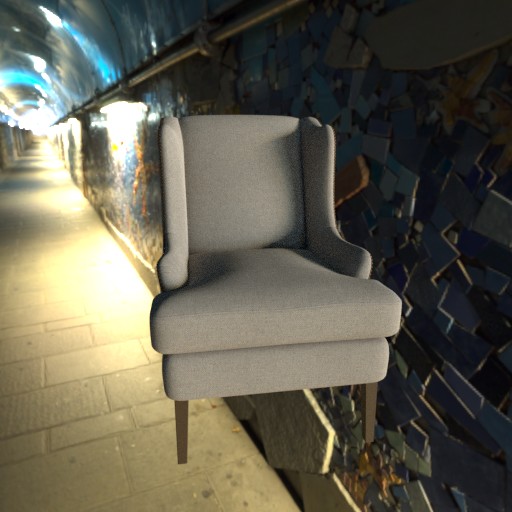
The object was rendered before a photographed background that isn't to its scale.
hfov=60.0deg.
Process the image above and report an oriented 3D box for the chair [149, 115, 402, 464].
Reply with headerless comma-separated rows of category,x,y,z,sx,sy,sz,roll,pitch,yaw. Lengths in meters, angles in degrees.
chair,0.000,0.000,1.659,0.737,1.029,0.940,-3,16,-9
